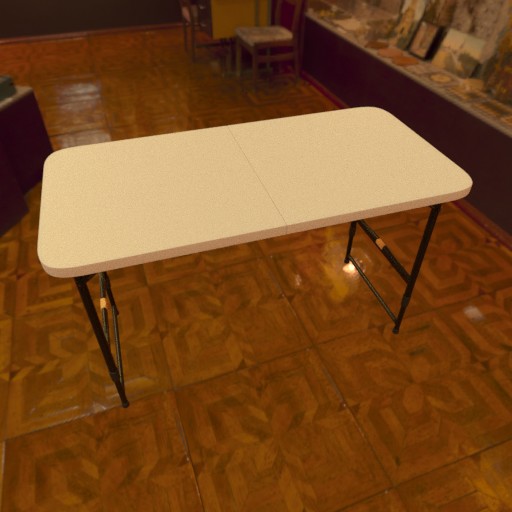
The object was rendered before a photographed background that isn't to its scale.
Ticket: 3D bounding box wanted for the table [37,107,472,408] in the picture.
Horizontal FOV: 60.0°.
[{"bbox_3d":[0.000,0.000,1.606,1.245,0.737,0.611,-12,43,-13],"label":"table"}]
